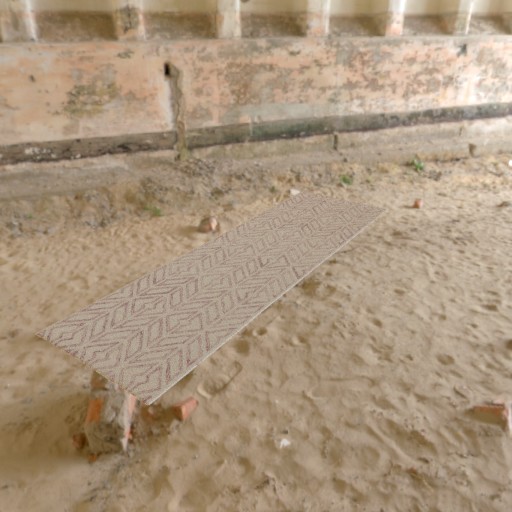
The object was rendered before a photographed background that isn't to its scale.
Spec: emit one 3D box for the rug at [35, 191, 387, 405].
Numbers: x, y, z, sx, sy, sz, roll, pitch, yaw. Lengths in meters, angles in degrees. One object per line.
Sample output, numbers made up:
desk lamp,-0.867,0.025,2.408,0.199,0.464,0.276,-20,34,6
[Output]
rug,0.000,0.000,2.716,0.750,0.009,2.435,18,32,31
